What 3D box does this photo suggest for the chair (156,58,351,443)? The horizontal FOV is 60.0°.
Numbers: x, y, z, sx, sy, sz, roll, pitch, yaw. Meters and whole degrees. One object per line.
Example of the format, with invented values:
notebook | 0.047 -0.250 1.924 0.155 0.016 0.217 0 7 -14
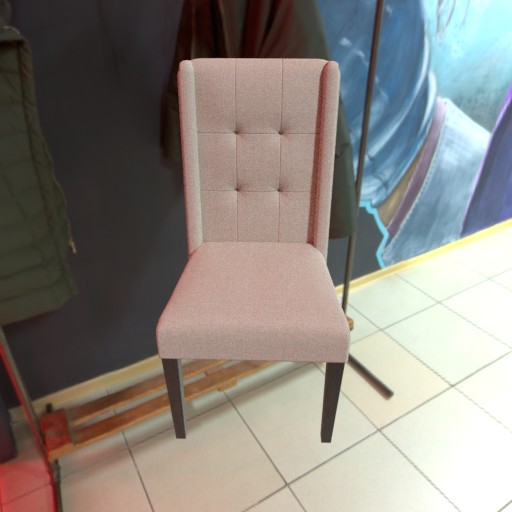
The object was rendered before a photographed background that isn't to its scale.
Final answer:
chair | 0.000 0.000 1.248 0.474 0.961 0.523 1 31 2
